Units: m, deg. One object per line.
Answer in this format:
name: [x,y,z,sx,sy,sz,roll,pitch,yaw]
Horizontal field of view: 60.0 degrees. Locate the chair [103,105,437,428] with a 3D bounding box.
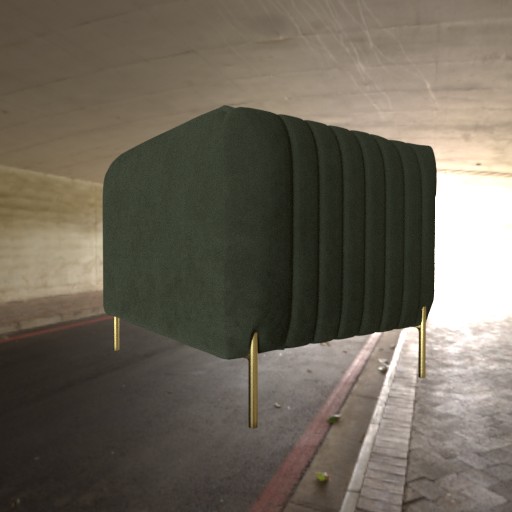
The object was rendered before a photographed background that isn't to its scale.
chair: [0.000,0.000,1.661,0.877,0.794,1.032,-1,1,-36]
